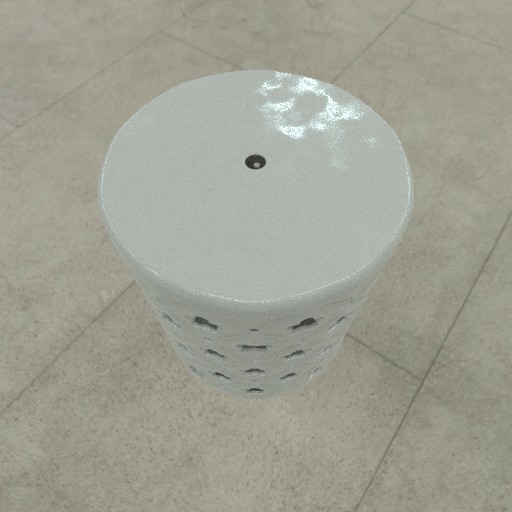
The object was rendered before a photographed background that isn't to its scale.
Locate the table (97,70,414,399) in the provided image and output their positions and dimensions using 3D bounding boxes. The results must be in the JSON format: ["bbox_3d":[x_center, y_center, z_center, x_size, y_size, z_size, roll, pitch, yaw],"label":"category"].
[{"bbox_3d":[0.000,0.000,0.651,0.352,0.387,0.352,0,57,0],"label":"table"}]
